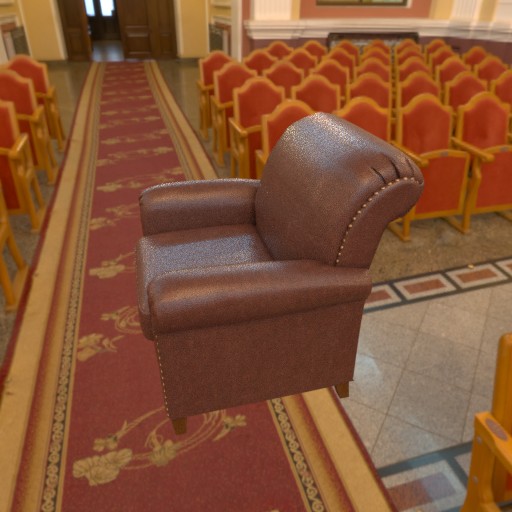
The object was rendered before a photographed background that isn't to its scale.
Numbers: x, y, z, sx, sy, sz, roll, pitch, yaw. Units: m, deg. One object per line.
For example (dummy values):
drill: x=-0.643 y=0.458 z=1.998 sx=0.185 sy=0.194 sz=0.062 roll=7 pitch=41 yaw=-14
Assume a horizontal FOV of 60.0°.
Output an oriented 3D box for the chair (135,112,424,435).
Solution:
chair: x=0.000 y=0.000 z=1.672 sx=0.890 sy=0.927 sz=0.854 roll=-8 pitch=31 yaw=-13
